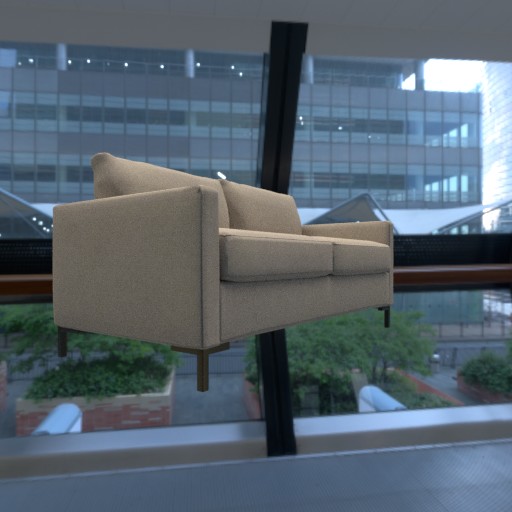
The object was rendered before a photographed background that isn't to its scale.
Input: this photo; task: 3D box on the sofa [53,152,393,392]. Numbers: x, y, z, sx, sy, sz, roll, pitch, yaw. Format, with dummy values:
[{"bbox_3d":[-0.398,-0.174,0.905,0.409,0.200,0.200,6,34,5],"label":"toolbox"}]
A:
[{"bbox_3d":[0.000,0.000,2.223,0.875,0.840,1.682,0,-1,37],"label":"sofa"}]
